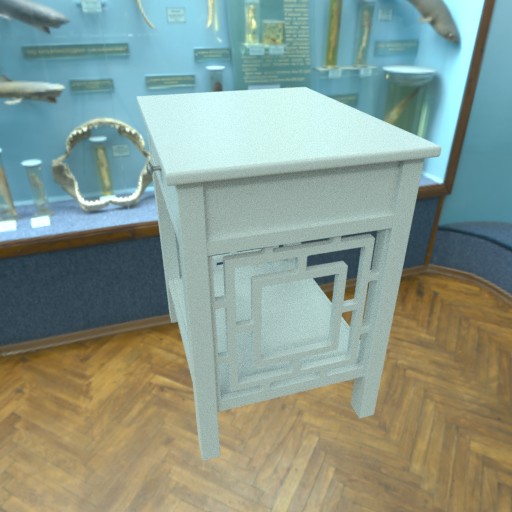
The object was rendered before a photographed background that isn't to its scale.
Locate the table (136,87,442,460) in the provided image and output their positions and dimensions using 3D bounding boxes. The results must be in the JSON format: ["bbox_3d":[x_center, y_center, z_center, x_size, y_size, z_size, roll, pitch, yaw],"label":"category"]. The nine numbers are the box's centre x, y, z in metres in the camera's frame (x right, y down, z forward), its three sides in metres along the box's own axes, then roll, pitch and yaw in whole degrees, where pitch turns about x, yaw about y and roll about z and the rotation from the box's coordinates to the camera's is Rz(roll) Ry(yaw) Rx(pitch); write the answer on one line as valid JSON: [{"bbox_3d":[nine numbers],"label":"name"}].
[{"bbox_3d":[0.000,0.000,1.048,0.451,0.646,0.564,-9,32,-15],"label":"table"}]
